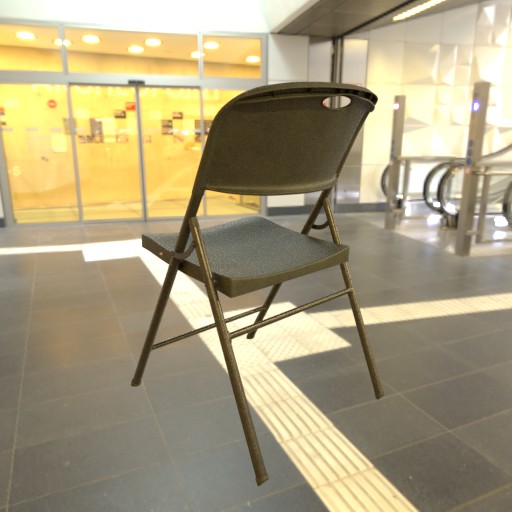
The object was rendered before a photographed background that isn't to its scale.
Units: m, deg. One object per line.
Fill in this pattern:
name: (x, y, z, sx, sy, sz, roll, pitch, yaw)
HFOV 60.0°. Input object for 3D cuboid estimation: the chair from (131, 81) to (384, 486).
chair: (0.000, 0.000, 1.173, 0.494, 0.810, 0.566, -14, 20, -42)
